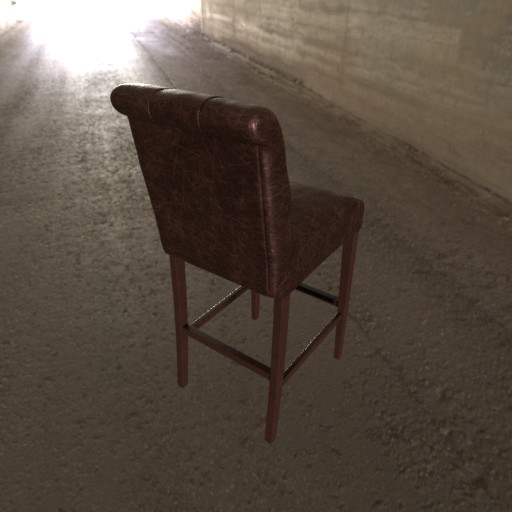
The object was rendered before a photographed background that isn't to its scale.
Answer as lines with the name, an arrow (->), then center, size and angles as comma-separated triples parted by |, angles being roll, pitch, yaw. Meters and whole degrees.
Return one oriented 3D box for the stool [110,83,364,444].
stool -> 0.000, 0.000, 1.518 | 0.483, 1.168, 0.659 | 21, 38, 30
